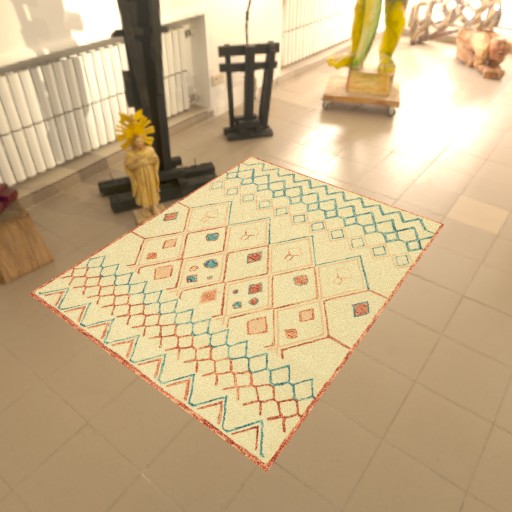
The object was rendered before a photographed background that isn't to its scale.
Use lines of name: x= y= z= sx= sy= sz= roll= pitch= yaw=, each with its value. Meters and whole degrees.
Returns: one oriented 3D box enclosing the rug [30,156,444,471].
rug: x=0.000 y=0.000 z=4.069 sx=2.441 sy=0.016 sz=3.050 roll=26 pitch=46 yaw=27
